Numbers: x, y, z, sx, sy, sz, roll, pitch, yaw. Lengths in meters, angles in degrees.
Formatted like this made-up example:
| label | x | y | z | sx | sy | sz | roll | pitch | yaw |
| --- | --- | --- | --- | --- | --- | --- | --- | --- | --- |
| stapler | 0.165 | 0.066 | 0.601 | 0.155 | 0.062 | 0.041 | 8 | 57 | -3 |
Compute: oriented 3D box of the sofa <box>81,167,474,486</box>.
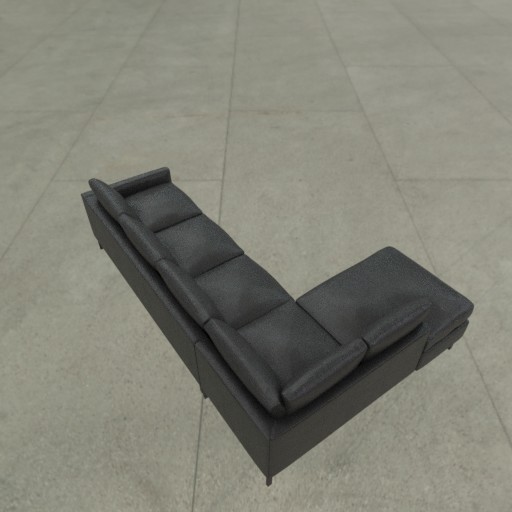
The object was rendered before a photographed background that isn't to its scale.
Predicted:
| label | x | y | z | sx | sy | sz | roll | pitch | yaw |
| --- | --- | --- | --- | --- | --- | --- | --- | --- | --- |
| sofa | 0.000 | 0.000 | 3.825 | 1.938 | 0.877 | 2.984 | -26 | 48 | -26 |
